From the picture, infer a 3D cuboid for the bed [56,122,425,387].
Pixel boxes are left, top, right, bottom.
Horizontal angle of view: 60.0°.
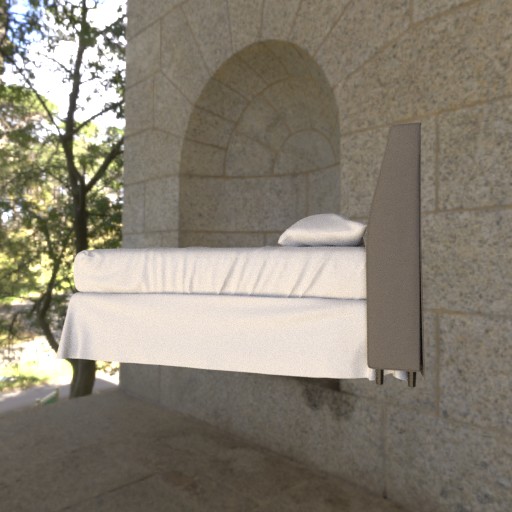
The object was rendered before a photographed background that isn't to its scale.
[{"bbox_3d":[0.000,0.000,3.385,2.276,1.332,1.925,0,-1,17],"label":"bed"}]
